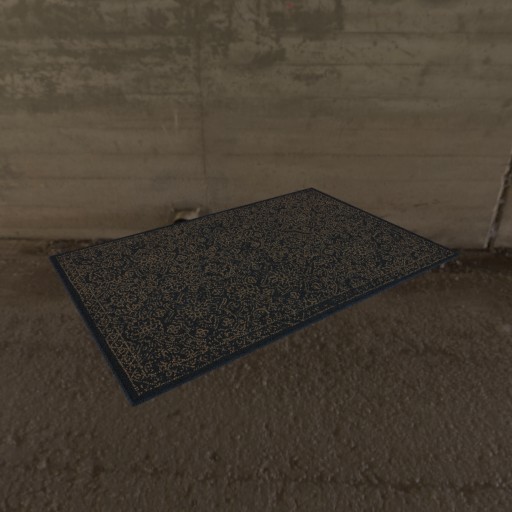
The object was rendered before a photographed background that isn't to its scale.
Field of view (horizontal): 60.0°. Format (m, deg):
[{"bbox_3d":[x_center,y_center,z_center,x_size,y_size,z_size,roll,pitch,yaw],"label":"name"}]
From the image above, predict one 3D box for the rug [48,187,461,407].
[{"bbox_3d":[0.000,0.000,2.351,1.829,0.010,1.219,-19,34,-30],"label":"rug"}]
